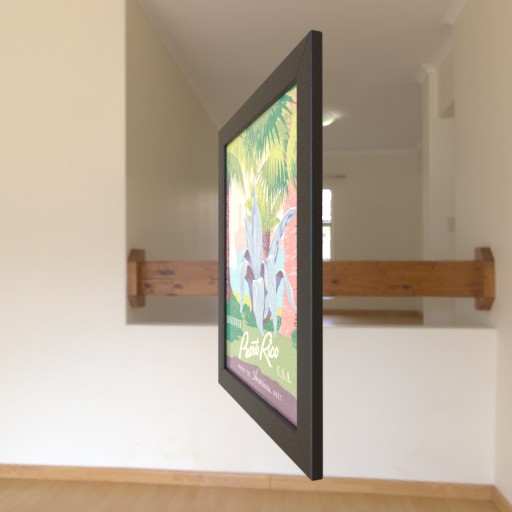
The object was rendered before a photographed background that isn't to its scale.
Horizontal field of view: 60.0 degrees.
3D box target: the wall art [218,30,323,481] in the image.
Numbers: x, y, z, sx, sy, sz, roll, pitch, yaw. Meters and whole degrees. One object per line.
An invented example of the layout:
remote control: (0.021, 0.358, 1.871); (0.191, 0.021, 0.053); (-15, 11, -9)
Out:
wall art: (0.000, 0.000, 0.800); (0.018, 0.582, 0.481); (0, -1, -19)
